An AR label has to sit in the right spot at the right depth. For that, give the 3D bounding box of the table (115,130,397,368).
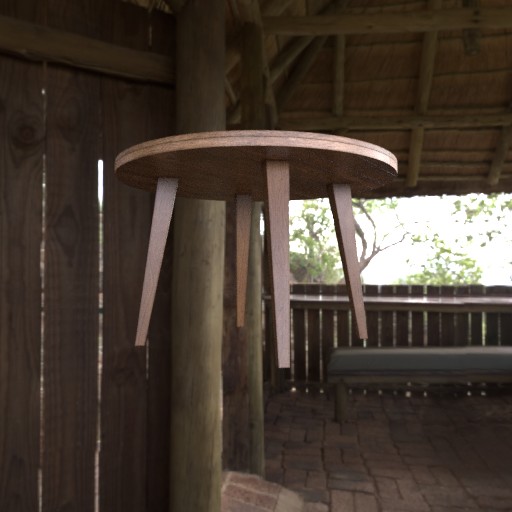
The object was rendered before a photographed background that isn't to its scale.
[{"bbox_3d":[0.000,0.000,1.989,1.213,0.764,1.213,0,-1,0],"label":"table"}]
